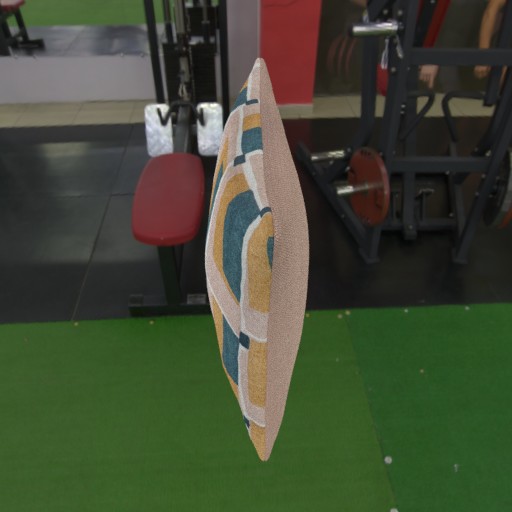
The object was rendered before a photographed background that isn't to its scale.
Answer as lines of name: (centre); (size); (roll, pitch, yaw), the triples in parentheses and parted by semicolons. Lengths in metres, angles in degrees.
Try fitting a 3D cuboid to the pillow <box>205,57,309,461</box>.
pillow: (0.000, 0.000, 0.731); (0.158, 0.479, 0.478); (-1, 42, -1)
